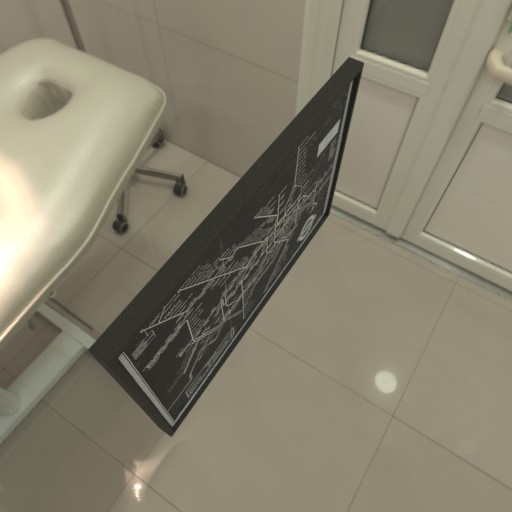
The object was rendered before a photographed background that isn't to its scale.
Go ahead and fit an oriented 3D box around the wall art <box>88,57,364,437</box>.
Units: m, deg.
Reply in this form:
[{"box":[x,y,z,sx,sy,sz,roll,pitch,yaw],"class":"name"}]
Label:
[{"box":[0.000,0.000,0.565,0.021,0.301,0.443,29,62,17],"class":"wall art"}]
